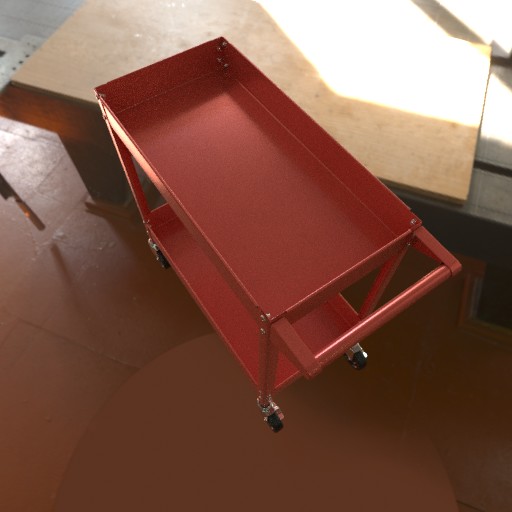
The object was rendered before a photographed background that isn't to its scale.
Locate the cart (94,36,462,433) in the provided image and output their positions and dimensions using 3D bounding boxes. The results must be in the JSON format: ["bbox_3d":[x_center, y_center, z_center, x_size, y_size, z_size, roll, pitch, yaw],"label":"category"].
[{"bbox_3d":[0.000,0.000,1.168,0.366,0.719,0.779,-31,64,-17],"label":"cart"}]
